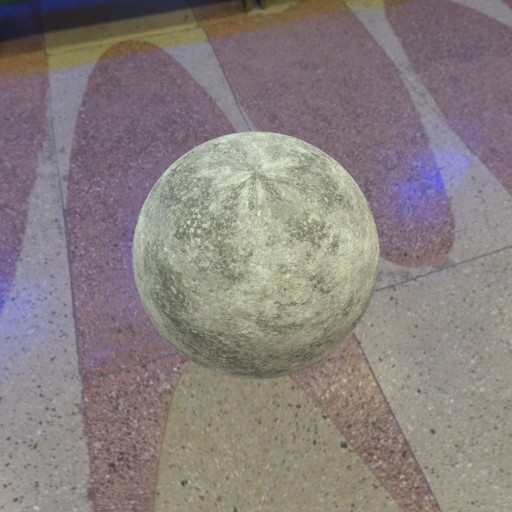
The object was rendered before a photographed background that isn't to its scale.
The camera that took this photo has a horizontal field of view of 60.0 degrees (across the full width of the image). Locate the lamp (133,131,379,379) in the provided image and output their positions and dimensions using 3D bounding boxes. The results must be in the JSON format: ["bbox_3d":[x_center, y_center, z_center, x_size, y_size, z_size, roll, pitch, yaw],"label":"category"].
[{"bbox_3d":[0.000,0.000,0.787,0.422,0.429,0.422,0,57,0],"label":"lamp"}]
